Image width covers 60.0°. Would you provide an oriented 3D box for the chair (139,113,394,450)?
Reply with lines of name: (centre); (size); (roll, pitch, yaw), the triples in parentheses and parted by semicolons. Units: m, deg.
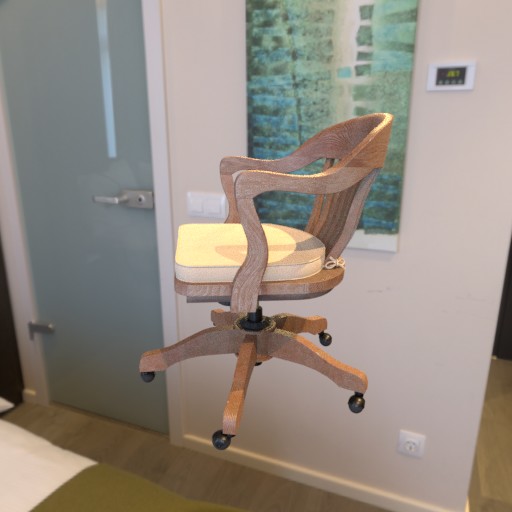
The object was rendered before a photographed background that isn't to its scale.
chair: (0.000, 0.000, 1.426); (0.788, 0.878, 0.750); (-2, 16, -8)
